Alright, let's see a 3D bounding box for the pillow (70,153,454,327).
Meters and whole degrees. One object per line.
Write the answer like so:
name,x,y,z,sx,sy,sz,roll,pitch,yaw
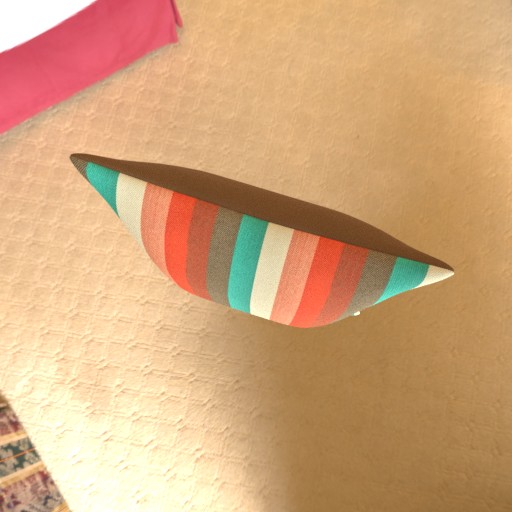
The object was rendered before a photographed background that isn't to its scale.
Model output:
pillow,0.000,0.000,0.710,0.453,0.443,0.168,17,77,4
